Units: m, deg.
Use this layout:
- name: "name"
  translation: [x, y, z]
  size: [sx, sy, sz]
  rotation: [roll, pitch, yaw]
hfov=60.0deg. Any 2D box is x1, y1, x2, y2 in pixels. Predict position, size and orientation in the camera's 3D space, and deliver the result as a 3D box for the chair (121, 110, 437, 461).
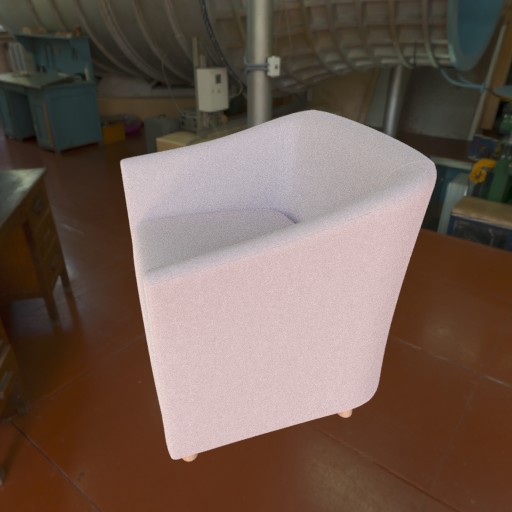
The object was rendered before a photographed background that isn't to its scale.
- name: "chair"
  translation: [0.000, 0.000, 1.327]
  size: [0.700, 0.720, 0.790]
  rotation: [-9, 30, -16]
